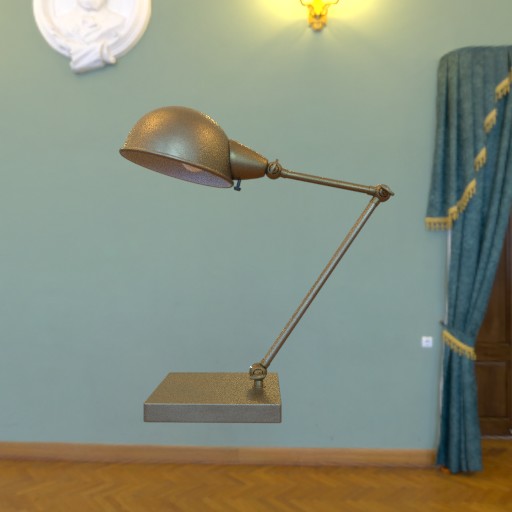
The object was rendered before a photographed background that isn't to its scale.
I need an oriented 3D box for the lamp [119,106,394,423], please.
[{"bbox_3d":[0.000,0.000,0.557,0.339,0.371,0.149,0,-1,1],"label":"lamp"}]
